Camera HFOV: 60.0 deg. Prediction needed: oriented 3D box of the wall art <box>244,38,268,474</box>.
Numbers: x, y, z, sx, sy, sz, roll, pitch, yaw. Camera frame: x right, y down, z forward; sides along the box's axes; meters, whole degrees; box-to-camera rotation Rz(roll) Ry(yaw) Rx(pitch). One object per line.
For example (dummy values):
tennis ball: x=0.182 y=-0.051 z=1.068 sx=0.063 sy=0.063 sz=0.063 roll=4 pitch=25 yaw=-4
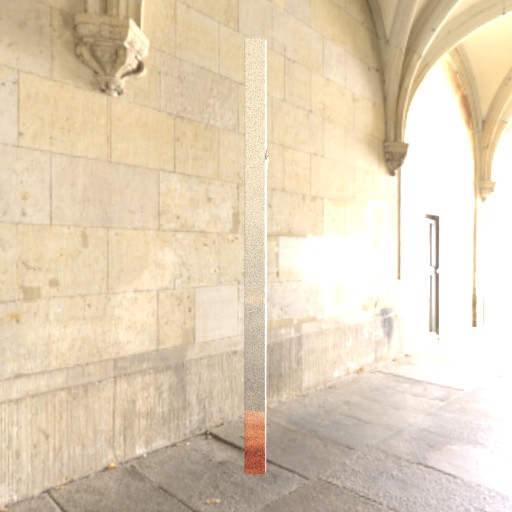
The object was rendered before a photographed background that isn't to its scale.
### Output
wall art: x=0.000 y=0.000 z=1.152 sx=0.042 sy=0.760 sz=0.760 roll=0 pitch=0 yaw=0
